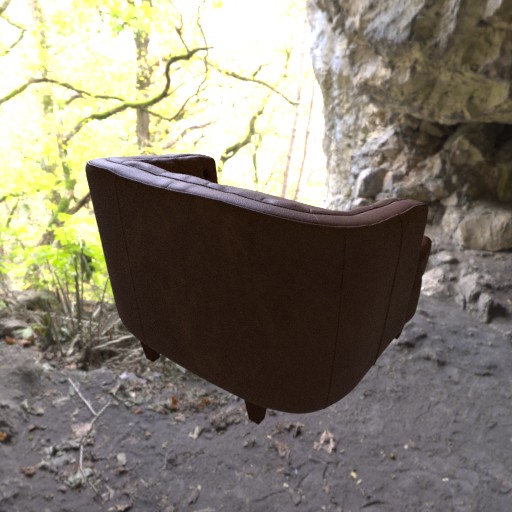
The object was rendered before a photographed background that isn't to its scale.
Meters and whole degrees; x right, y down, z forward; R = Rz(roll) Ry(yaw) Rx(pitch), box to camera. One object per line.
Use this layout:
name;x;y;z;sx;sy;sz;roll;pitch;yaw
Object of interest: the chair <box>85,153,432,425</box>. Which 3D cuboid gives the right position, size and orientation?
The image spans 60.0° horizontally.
chair;0.000;0.000;1.743;1.119;0.836;0.911;19;34;31
